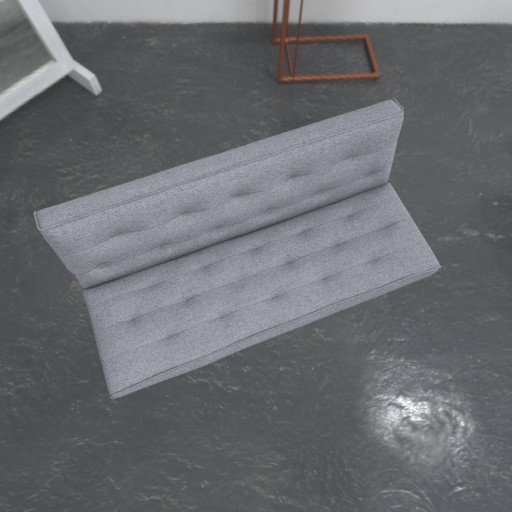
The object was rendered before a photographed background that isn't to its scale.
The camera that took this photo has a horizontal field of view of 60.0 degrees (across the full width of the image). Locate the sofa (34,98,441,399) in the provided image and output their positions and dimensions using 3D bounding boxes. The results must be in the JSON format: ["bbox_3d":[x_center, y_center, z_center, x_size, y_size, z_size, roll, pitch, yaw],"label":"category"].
[{"bbox_3d":[0.000,0.000,2.298,1.820,0.830,0.810,-20,67,-9],"label":"sofa"}]
